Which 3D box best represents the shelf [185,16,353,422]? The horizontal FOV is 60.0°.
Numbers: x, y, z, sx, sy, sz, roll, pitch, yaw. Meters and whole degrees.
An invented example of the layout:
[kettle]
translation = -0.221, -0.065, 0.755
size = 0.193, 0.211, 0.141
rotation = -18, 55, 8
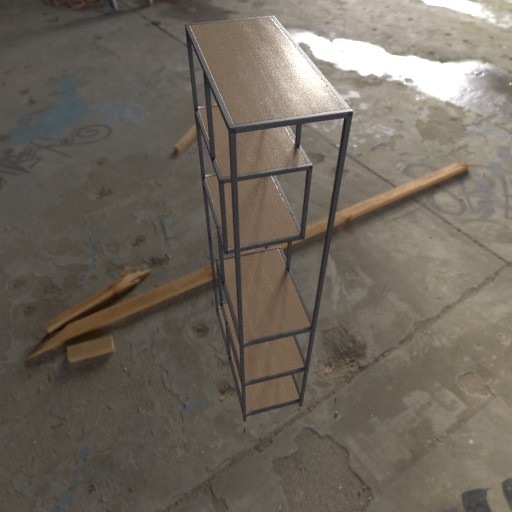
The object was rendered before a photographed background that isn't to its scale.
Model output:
[shelf]
translation = 0.000, 0.000, 2.116
size = 0.350, 1.850, 0.770
rotation = -11, 48, -10
